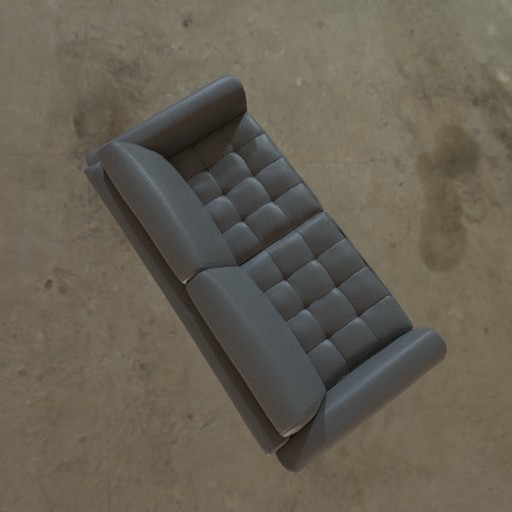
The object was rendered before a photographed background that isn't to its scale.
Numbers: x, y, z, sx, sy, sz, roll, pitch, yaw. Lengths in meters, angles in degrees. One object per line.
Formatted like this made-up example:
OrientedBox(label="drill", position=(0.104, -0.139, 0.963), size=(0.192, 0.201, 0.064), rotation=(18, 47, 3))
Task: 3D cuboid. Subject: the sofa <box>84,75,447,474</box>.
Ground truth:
OrientedBox(label="sofa", position=(0.000, 0.000, 2.651), size=(1.121, 0.930, 2.177), rotation=(-34, 78, -8))
